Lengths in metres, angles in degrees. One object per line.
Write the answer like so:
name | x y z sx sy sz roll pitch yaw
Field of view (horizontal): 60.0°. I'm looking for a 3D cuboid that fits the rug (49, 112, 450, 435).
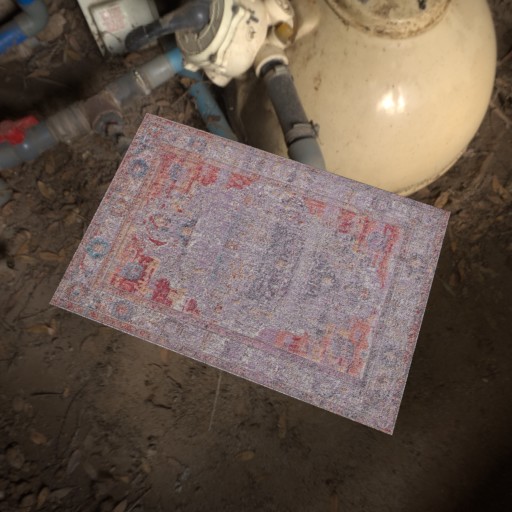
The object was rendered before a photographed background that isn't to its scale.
rug | 0.000 0.000 2.363 1.829 0.005 1.219 19 74 6
